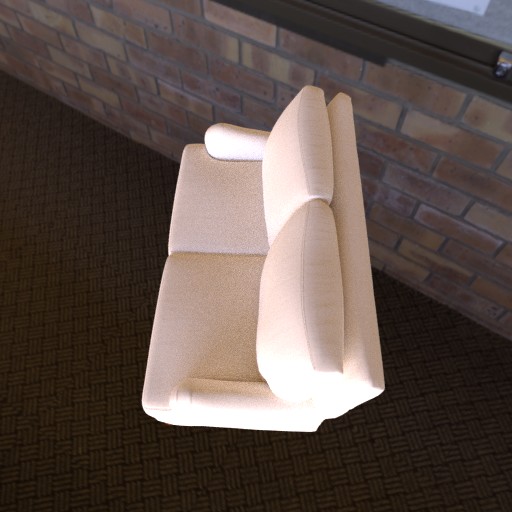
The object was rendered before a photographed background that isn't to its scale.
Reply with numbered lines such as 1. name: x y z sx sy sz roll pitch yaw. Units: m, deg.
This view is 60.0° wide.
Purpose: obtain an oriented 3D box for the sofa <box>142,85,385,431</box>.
1. sofa: 0.000 0.000 2.593 1.084 1.101 1.853 2 58 1
